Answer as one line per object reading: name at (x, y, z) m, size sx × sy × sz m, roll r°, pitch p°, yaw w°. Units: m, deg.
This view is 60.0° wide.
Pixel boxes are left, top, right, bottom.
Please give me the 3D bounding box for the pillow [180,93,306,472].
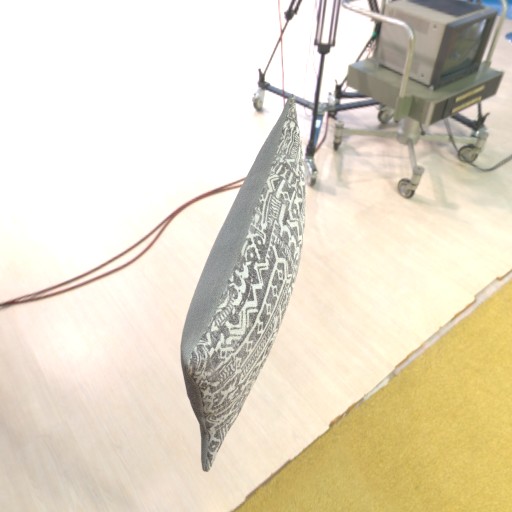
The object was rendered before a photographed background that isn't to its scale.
pillow at (0.000, 0.000, 0.763) m, size 0.148 × 0.290 × 0.631 m, roll 10°, pitch 48°, yaw 9°
